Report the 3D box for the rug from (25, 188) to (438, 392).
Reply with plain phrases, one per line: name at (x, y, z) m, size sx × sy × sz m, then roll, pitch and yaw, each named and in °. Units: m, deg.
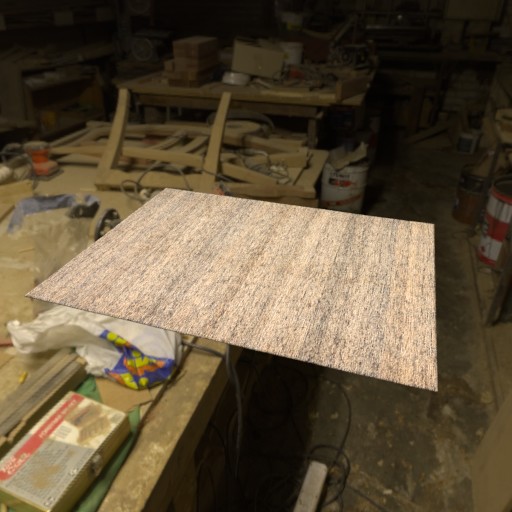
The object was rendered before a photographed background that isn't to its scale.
rug at (0.000, 0.000, 4.176) m, size 3.199 × 0.036 × 2.414 m, roll 10°, pitch 33°, yaw 16°
